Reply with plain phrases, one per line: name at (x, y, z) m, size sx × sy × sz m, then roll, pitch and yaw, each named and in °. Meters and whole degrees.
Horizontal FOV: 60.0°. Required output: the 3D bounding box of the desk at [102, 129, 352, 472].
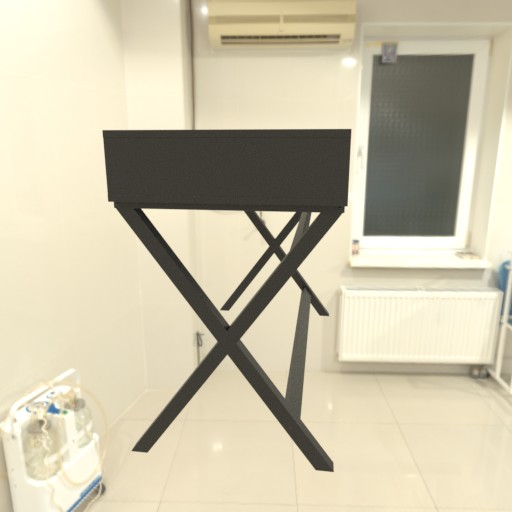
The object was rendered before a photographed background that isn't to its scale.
desk at (0.000, 0.000, 1.482) m, size 0.525 × 0.780 × 1.057 m, roll 2°, pitch 14°, yaw 8°
